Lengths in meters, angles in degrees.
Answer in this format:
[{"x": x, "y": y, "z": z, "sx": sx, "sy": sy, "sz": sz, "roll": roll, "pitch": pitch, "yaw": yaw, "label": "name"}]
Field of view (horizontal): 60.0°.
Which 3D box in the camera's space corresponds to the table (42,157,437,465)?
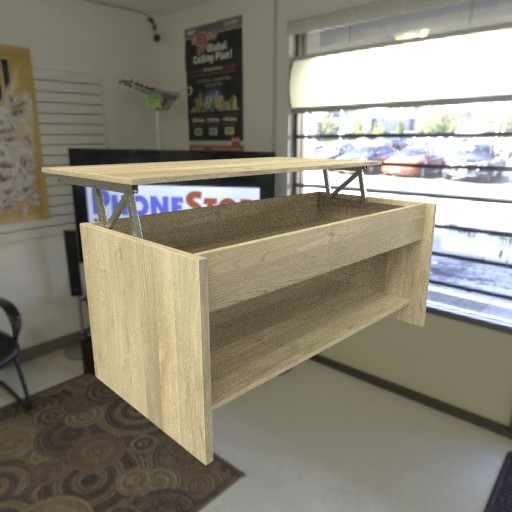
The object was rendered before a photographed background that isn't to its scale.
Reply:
[{"x": 0.000, "y": 0.000, "z": 1.421, "sx": 1.000, "sy": 0.570, "sz": 0.712, "roll": -14, "pitch": 21, "yaw": -43, "label": "table"}]
